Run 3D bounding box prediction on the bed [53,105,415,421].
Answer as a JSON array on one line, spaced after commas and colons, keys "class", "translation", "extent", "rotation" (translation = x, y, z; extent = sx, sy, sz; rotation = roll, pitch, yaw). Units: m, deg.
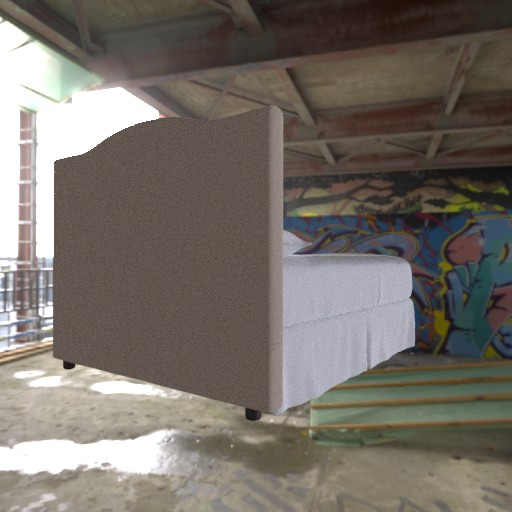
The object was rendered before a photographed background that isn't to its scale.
[{"class": "bed", "translation": [0.000, 0.000, 3.224], "extent": [1.753, 1.460, 2.143], "rotation": [0, 0, 37]}]
